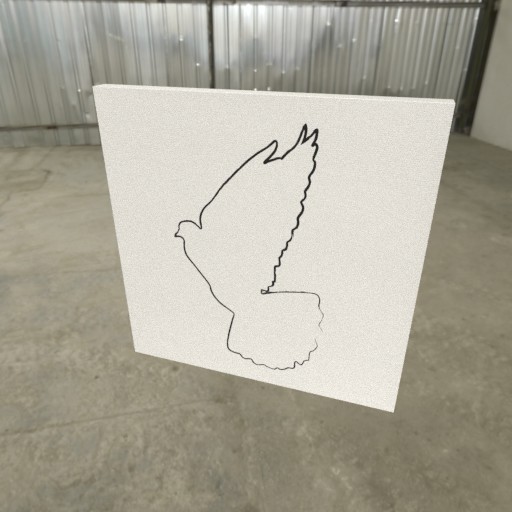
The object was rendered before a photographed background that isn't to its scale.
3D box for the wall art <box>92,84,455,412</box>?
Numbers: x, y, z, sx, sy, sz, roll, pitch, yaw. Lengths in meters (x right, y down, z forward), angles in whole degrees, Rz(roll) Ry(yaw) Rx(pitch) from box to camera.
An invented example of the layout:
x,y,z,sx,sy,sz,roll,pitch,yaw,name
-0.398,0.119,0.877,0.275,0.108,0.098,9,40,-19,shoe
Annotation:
x,y,z,sx,sy,sz,roll,pitch,yaw,name
0.000,0.000,0.872,0.610,0.610,0.038,9,29,16,wall art
